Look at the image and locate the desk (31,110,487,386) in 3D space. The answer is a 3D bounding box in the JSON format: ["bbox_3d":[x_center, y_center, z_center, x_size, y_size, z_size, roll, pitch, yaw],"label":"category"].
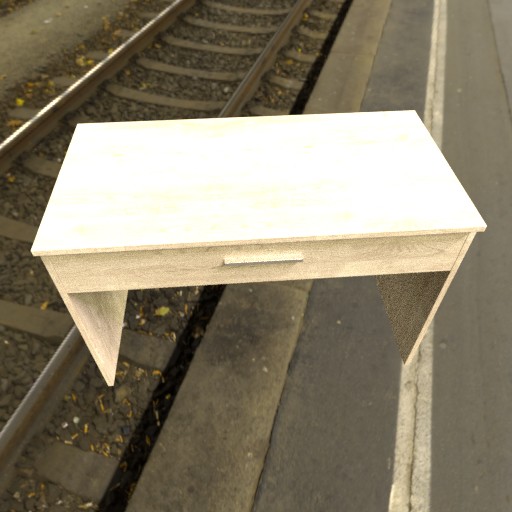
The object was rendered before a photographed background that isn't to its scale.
[{"bbox_3d":[0.000,0.000,1.522,1.100,0.730,0.560,-3,47,-3],"label":"desk"}]
